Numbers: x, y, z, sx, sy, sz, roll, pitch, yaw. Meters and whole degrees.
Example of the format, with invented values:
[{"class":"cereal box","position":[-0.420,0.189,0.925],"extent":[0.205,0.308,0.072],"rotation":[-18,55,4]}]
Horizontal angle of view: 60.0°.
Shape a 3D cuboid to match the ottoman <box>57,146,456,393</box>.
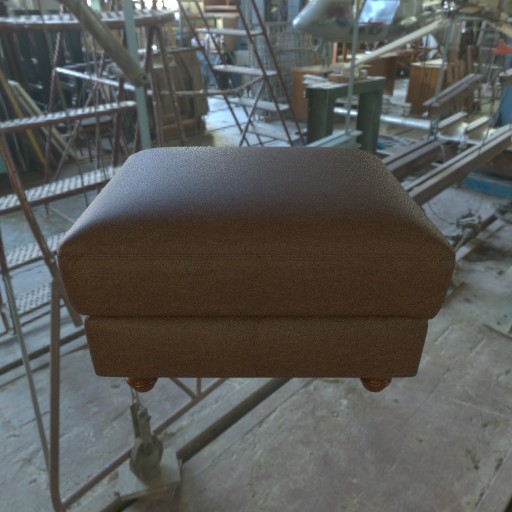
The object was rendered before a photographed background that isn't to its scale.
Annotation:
[{"class":"ottoman","position":[0.000,0.000,1.175],"extent":[0.787,0.508,0.635],"rotation":[0,29,0]}]
